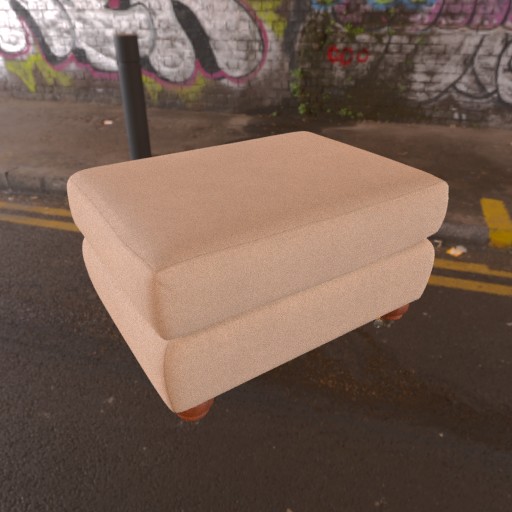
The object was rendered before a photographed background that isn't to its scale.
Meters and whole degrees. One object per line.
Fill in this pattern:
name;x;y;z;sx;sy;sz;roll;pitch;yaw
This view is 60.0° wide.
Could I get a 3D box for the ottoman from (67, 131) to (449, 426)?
ottoman;0.000;0.000;1.153;0.773;0.499;0.569;-18;35;-28
